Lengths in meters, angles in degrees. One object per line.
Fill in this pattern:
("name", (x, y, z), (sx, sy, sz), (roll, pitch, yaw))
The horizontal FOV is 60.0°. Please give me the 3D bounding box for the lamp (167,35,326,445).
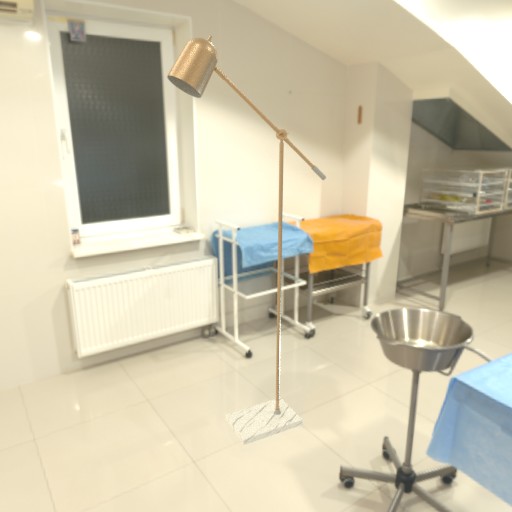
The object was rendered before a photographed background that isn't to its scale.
("lamp", (0.000, 0.000, 1.791), (0.653, 1.594, 0.194), (-8, 18, -26))
